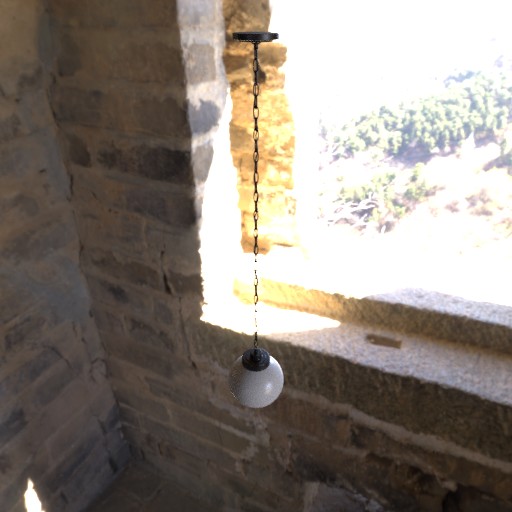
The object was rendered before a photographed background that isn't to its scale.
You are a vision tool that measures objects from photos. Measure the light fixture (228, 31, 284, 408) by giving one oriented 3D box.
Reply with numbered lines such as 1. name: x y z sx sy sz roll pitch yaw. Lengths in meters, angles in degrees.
1. light fixture: 0.000 0.000 2.073 0.304 1.867 0.305 -10 31 -17
